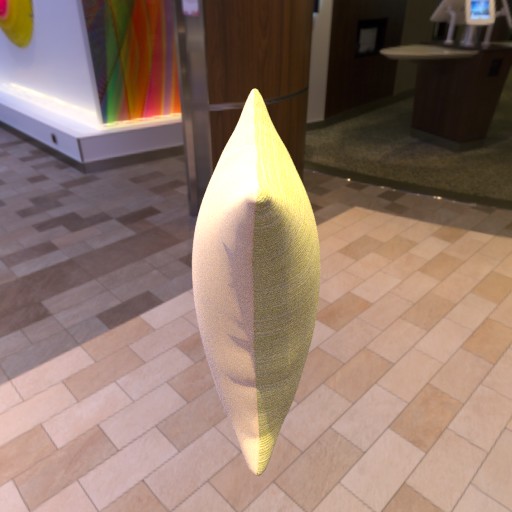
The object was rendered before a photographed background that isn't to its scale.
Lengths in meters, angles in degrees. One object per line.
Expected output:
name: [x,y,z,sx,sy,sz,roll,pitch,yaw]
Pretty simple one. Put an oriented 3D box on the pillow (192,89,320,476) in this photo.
pillow: [0.000,0.000,0.807,0.229,0.487,0.560,0,31,0]
